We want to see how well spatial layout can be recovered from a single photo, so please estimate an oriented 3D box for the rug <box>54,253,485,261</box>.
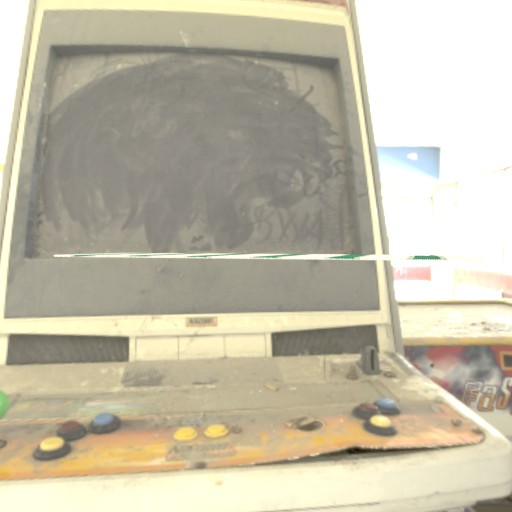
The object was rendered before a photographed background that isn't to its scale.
[{"bbox_3d":[0.000,0.000,2.741,2.438,0.012,0.768,1,1,20],"label":"rug"}]
